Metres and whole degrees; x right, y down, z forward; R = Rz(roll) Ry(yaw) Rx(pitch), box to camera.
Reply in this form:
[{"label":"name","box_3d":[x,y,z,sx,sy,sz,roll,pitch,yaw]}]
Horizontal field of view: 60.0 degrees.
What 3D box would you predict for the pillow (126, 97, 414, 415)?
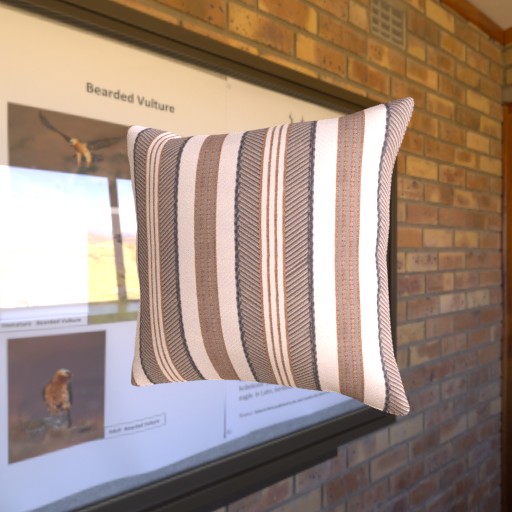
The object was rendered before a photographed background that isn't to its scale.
[{"label":"pillow","box_3d":[0.000,0.000,0.620,0.416,0.401,0.173,0,0,18]}]
